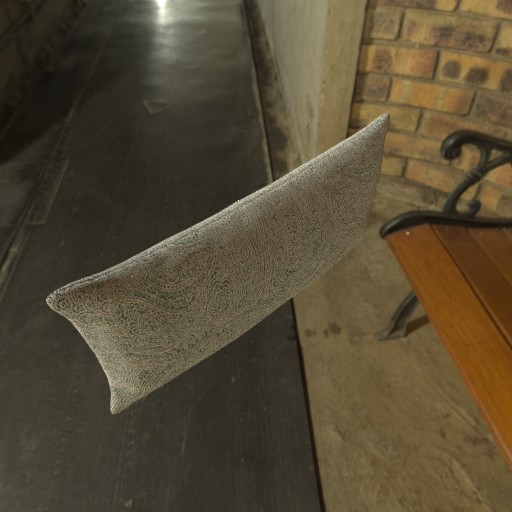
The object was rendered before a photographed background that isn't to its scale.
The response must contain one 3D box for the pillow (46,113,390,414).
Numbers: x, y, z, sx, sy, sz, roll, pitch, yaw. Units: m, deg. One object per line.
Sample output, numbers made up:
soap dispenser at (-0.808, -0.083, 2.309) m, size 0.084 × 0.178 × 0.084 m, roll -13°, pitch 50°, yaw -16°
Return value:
pillow at (0.000, 0.000, 0.730) m, size 0.615 × 0.295 × 0.151 m, roll -33°, pitch 54°, yaw -27°
